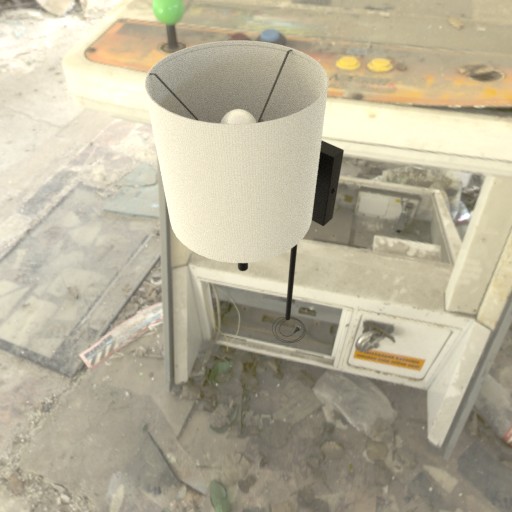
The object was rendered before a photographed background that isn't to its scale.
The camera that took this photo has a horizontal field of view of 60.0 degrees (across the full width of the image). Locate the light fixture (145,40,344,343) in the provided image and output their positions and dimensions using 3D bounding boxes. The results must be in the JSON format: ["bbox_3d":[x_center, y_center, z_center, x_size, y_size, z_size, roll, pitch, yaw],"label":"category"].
[{"bbox_3d":[0.000,0.000,0.687,0.188,0.589,0.248,32,55,26],"label":"light fixture"}]
